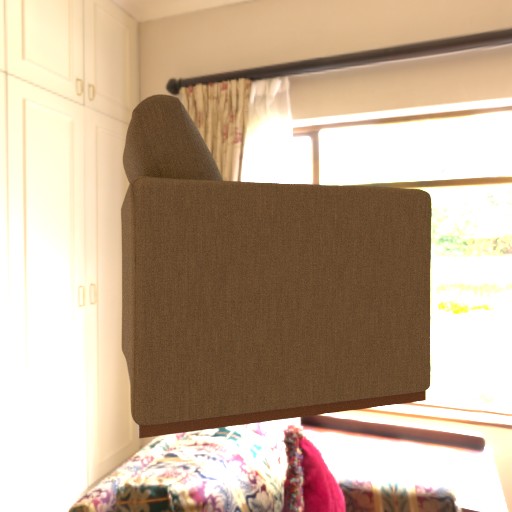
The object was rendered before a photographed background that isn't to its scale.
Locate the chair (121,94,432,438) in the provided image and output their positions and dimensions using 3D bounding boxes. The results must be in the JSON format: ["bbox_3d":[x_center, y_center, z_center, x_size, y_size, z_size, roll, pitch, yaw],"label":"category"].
[{"bbox_3d":[0.000,0.000,1.463,0.834,0.811,0.763,0,1,-19],"label":"chair"}]
